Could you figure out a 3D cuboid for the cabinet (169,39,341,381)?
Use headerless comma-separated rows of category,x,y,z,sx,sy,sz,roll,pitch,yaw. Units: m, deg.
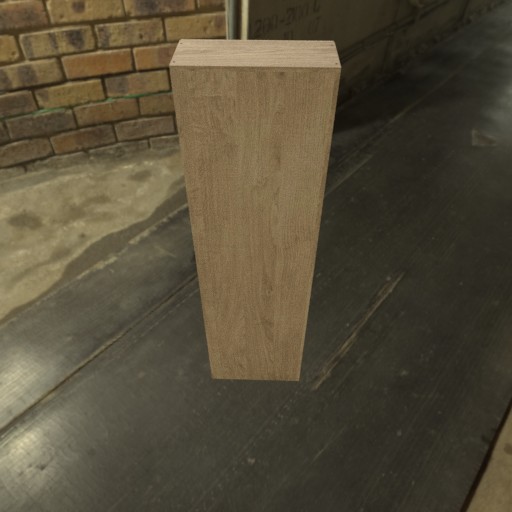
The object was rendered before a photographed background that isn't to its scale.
cabinet,0.000,0.000,2.003,0.500,1.790,0.230,1,45,1
